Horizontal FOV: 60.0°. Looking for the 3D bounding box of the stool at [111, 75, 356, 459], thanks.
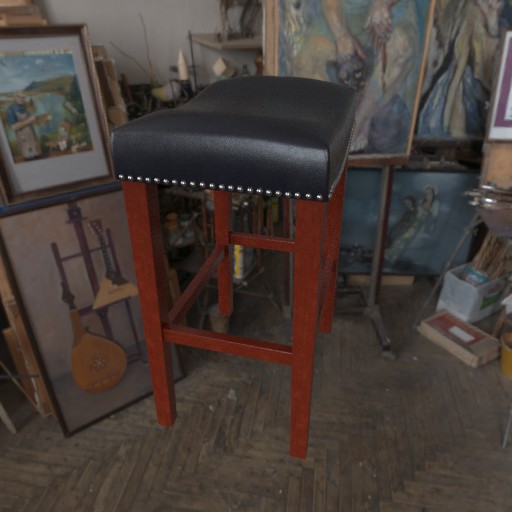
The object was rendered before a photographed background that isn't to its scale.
[{"bbox_3d":[0.000,0.000,1.053,0.372,0.742,0.504,8,31,13],"label":"stool"}]
